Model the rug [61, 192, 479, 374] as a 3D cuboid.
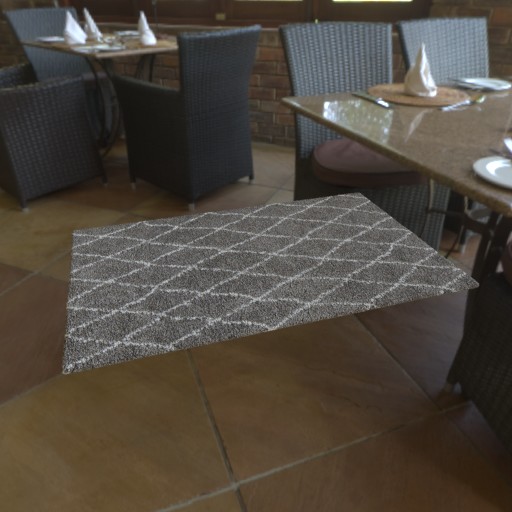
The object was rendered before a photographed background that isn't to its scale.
[{"bbox_3d":[0.000,0.000,3.056,2.438,0.030,1.524,-9,32,-15],"label":"rug"}]
